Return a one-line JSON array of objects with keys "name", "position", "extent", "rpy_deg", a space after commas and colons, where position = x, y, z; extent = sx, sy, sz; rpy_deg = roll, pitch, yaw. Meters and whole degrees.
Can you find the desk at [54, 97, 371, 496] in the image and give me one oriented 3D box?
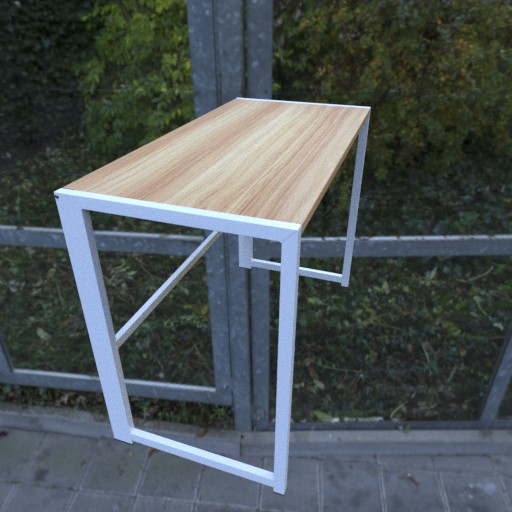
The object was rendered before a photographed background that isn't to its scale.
[{"name": "desk", "position": [0.000, 0.000, 1.422], "extent": [0.508, 0.762, 1.016], "rpy_deg": [10, 32, 17]}]
